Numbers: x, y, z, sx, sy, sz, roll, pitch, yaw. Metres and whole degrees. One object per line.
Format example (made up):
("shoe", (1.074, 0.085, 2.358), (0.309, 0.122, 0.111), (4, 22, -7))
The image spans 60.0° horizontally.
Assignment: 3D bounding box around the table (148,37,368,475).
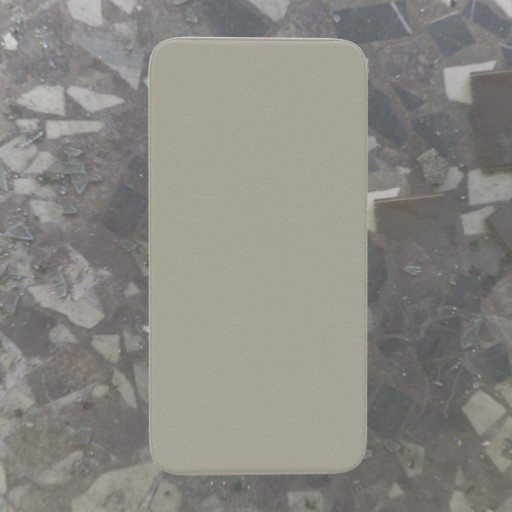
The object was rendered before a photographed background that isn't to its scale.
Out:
("table", (0.000, 0.000, 1.601), (0.610, 0.737, 1.219), (0, 91, -1))
